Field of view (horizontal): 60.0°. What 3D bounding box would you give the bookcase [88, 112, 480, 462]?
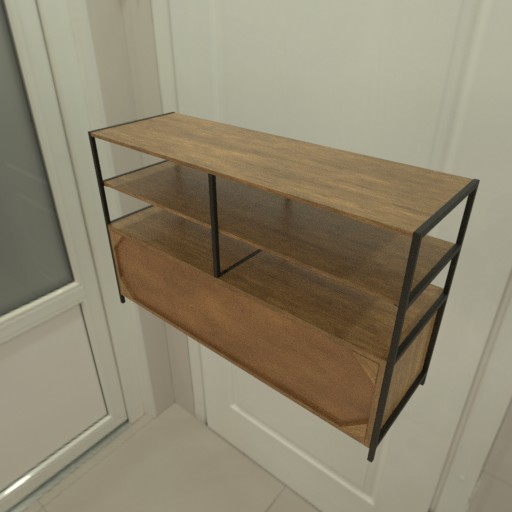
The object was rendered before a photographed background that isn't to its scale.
[{"bbox_3d":[0.000,0.000,1.481,1.149,0.712,0.391,23,38,33],"label":"bookcase"}]
